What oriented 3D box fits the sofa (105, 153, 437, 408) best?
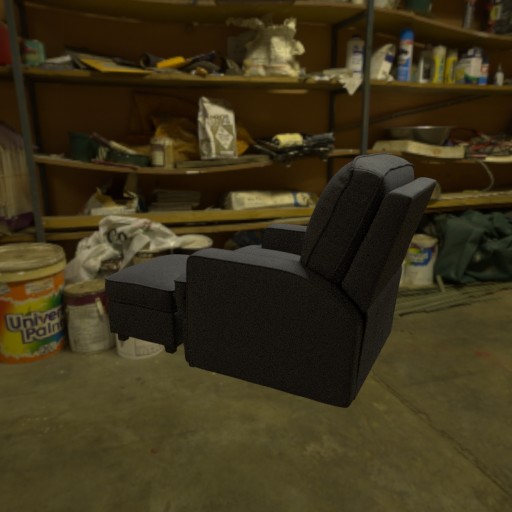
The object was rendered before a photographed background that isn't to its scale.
[{"bbox_3d":[0.000,0.000,2.109,1.472,0.959,0.861,7,16,26],"label":"sofa"}]
